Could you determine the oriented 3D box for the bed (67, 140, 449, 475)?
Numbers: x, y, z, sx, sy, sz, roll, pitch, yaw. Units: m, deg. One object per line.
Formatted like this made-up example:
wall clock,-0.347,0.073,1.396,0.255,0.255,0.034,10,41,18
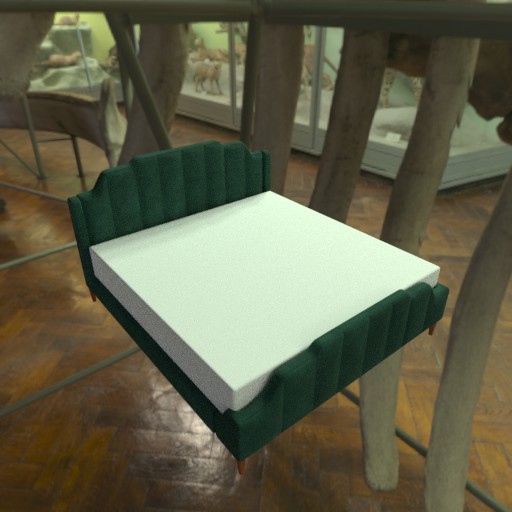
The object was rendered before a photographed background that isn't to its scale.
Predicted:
bed,0.000,0.000,3.567,2.074,1.245,2.340,-22,37,-33
